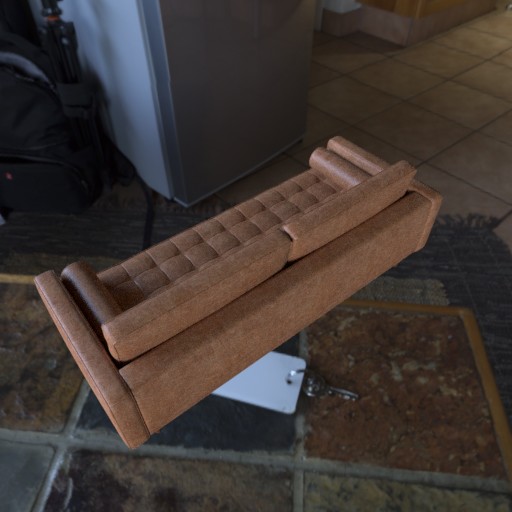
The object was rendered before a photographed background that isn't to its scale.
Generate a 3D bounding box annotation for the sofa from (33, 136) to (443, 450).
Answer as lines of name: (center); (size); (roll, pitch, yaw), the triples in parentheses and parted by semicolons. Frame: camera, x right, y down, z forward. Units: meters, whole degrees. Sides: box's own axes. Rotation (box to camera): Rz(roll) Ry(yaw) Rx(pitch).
sofa: (0.000, 0.000, 2.583); (2.200, 0.770, 0.919); (-30, 53, -25)
